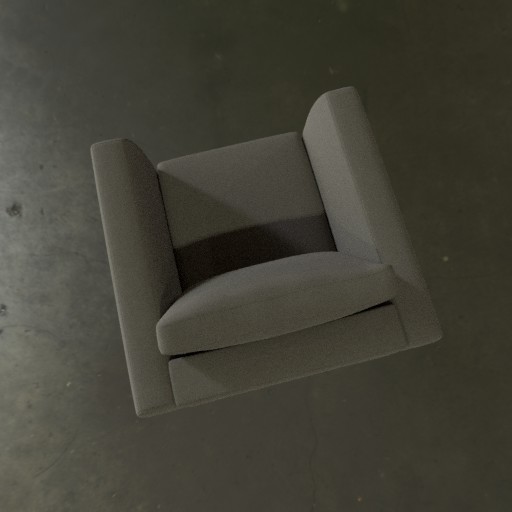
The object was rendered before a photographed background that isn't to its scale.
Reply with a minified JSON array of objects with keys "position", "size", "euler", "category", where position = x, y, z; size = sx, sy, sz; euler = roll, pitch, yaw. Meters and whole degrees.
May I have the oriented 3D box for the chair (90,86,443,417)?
[{"position":[0.000,0.000,1.686],"size":[1.000,0.860,0.930],"euler":[-14,76,-3],"category":"chair"}]
